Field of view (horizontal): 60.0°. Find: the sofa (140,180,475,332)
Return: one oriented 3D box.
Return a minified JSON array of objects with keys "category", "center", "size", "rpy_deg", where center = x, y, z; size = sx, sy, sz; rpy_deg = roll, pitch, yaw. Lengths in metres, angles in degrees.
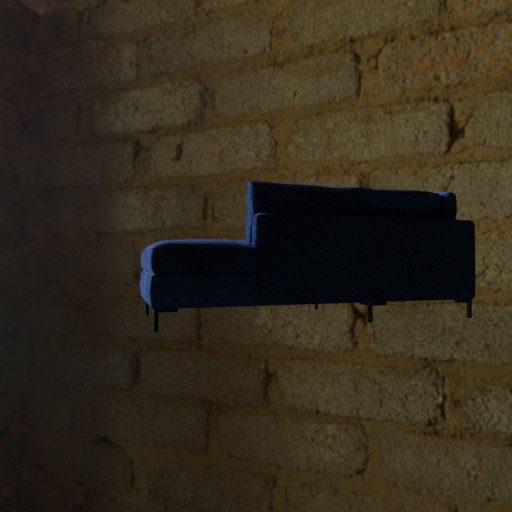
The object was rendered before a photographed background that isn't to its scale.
[{"category":"sofa","center":[0.000,0.000,3.262],"size":[1.707,0.687,2.486],"rpy_deg":[0,-1,-17]}]
